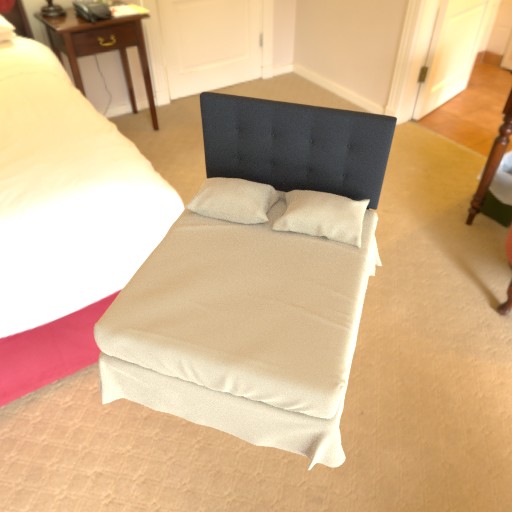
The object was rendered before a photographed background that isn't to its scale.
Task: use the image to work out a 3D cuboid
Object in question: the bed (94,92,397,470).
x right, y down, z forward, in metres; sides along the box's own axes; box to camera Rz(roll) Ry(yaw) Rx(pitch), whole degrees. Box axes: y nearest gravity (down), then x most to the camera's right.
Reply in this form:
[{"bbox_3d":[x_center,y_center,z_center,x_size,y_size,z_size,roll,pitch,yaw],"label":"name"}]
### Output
[{"bbox_3d":[0.000,0.000,3.377,1.936,1.577,2.222,12,43,13],"label":"bed"}]
